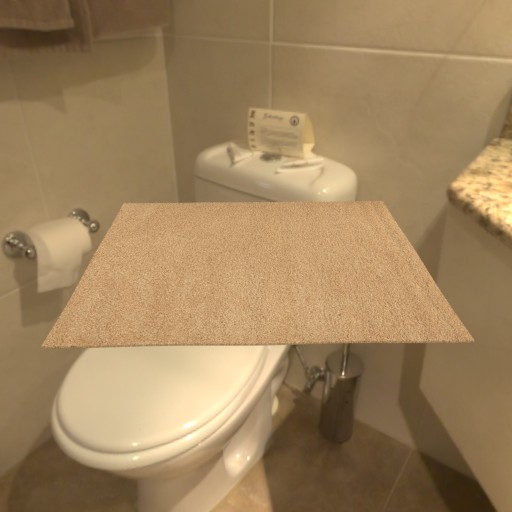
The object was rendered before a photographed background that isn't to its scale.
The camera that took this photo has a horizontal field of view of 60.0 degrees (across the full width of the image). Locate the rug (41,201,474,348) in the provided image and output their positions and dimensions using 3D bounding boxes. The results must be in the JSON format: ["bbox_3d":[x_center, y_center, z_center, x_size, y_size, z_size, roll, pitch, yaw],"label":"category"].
[{"bbox_3d":[0.000,0.000,4.101,3.000,0.026,2.400,-1,31,-1],"label":"rug"}]
